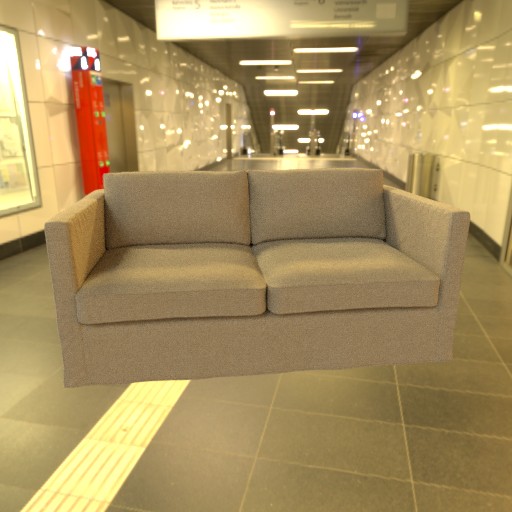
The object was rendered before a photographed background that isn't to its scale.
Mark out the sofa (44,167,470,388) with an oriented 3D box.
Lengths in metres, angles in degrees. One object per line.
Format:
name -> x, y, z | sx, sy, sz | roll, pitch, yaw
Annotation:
sofa -> 0.000, 0.000, 2.273 | 1.766, 0.828, 0.956 | -2, 17, -7
